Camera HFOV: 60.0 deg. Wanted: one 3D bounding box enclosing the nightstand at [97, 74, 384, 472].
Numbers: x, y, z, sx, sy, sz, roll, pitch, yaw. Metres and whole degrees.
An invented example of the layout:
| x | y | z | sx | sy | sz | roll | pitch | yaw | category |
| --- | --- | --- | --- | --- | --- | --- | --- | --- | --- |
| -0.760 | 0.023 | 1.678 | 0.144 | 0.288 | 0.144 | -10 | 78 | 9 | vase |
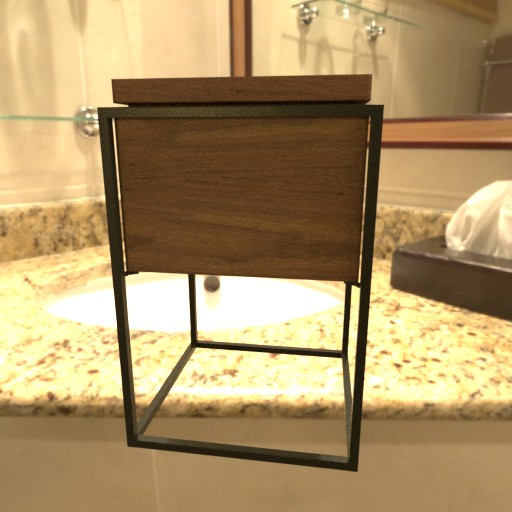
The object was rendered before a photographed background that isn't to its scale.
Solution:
| x | y | z | sx | sy | sz | roll | pitch | yaw | category |
| --- | --- | --- | --- | --- | --- | --- | --- | --- | --- |
| 0.000 | 0.000 | 0.860 | 0.397 | 0.607 | 0.397 | 2 | 15 | 9 | nightstand |
